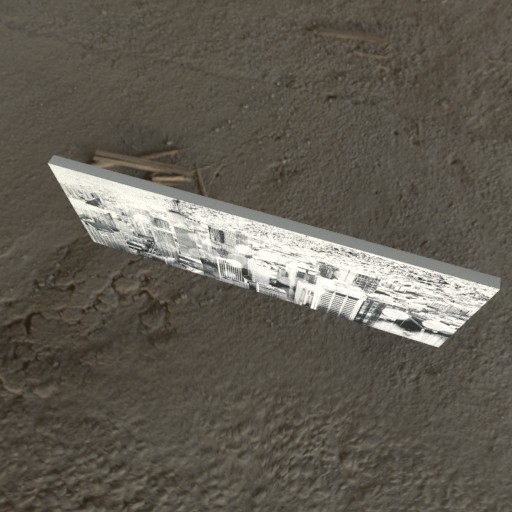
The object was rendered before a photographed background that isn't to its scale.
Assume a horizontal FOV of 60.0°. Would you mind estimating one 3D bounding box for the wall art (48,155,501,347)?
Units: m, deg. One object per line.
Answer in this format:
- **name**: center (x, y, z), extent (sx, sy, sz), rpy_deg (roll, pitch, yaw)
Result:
- **wall art**: center (0.000, 0.000, 1.647), extent (1.520, 0.507, 0.044), rpy_deg (16, 61, 9)
